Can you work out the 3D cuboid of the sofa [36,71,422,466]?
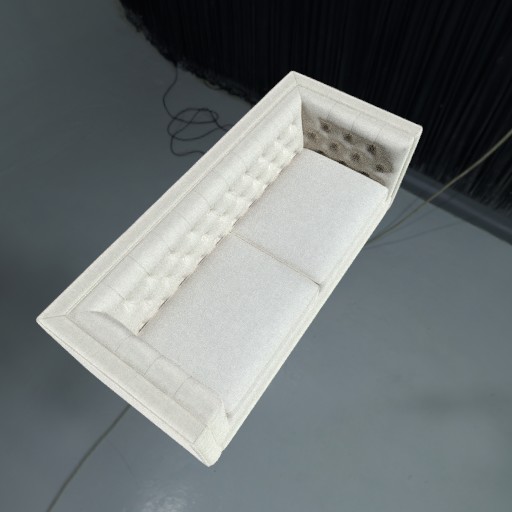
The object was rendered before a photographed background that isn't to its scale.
[{"bbox_3d":[0.000,0.000,2.226,0.775,0.762,1.778,31,64,17],"label":"sofa"}]
